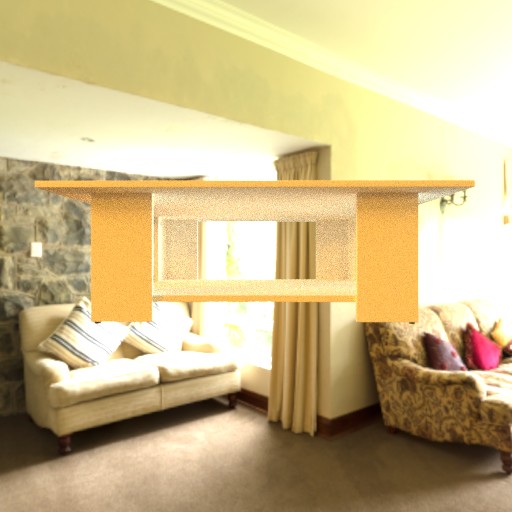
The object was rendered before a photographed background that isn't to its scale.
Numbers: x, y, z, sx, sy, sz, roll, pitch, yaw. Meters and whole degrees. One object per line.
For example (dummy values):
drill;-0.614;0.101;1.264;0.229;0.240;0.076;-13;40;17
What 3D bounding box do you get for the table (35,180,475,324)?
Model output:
table;0.000;0.000;1.340;0.890;0.305;0.890;0;0;1
